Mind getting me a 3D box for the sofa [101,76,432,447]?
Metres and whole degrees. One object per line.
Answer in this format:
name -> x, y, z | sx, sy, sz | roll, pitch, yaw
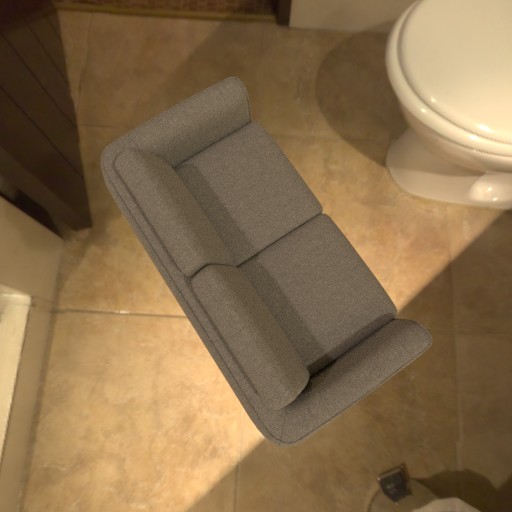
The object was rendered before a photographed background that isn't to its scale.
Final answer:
sofa -> 0.000, 0.000, 2.294 | 0.920, 0.870, 1.700 | -33, 78, -8
